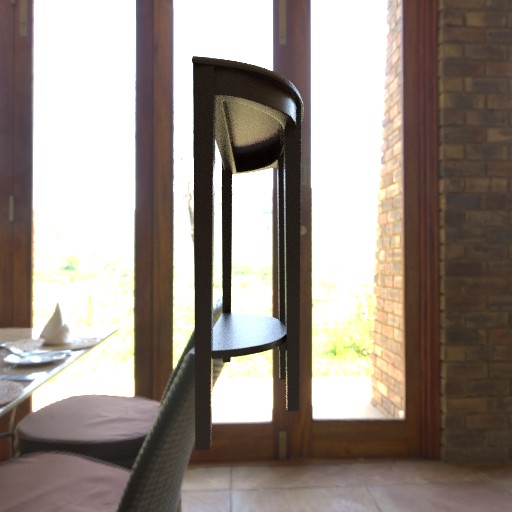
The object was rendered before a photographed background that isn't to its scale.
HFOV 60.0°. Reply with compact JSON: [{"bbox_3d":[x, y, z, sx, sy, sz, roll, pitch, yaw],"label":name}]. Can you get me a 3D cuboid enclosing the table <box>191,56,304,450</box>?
[{"bbox_3d":[0.000,0.000,1.368,0.274,0.831,0.909,0,-1,0],"label":"table"}]
